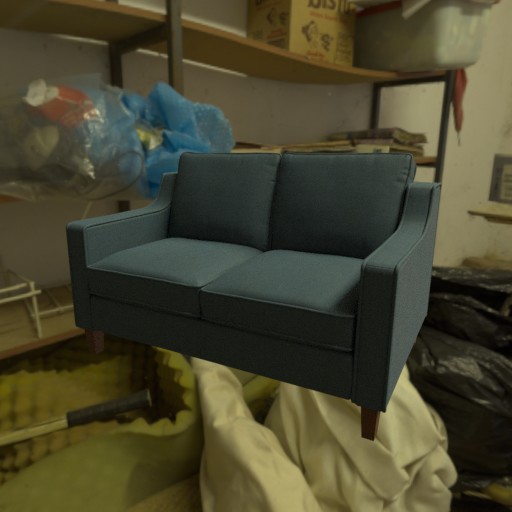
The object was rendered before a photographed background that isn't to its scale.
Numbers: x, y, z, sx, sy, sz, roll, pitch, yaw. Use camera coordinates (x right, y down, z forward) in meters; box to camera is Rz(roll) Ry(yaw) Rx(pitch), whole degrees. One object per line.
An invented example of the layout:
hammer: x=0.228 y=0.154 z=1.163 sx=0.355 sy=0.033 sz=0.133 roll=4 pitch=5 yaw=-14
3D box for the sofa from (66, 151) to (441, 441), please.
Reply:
sofa: x=0.000 y=0.000 z=2.138 sx=1.501 sy=0.971 sz=0.987 roll=8 pitch=17 yaw=27
